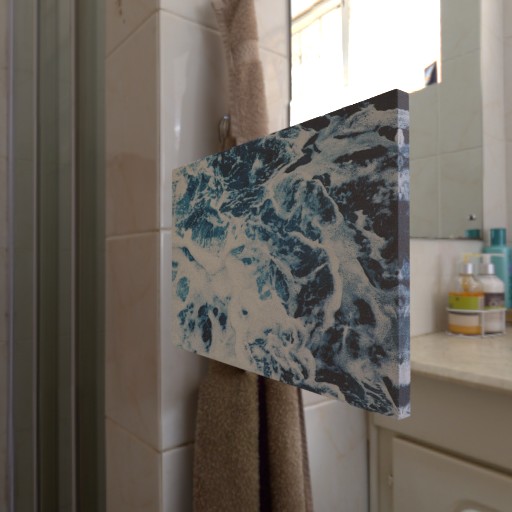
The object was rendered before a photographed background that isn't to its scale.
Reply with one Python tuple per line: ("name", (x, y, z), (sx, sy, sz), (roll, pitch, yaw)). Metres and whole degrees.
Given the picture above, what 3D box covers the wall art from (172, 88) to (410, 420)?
("wall art", (0.000, 0.000, 1.186), (0.042, 0.610, 0.915), (1, -1, -37))
